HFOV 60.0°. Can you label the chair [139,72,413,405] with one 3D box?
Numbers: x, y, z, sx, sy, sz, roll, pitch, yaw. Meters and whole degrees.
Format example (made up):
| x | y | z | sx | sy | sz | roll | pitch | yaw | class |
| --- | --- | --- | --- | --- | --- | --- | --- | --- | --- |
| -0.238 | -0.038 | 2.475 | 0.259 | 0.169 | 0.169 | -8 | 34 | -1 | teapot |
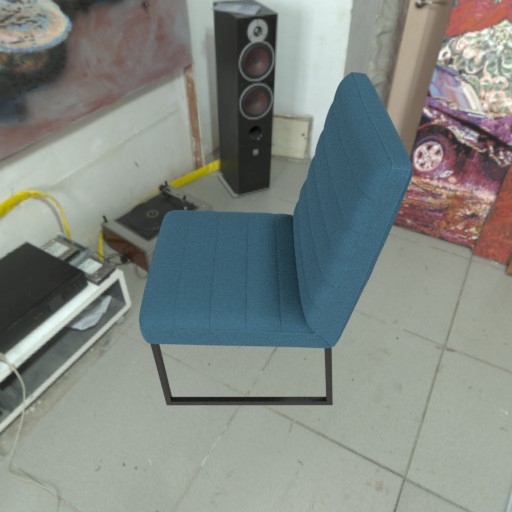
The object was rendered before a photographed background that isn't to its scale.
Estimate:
| x | y | z | sx | sy | sz | roll | pitch | yaw | class |
| --- | --- | --- | --- | --- | --- | --- | --- | --- | --- |
| 0.000 | 0.000 | 1.339 | 0.634 | 0.930 | 0.520 | 0 | 42 | 0 | chair |
